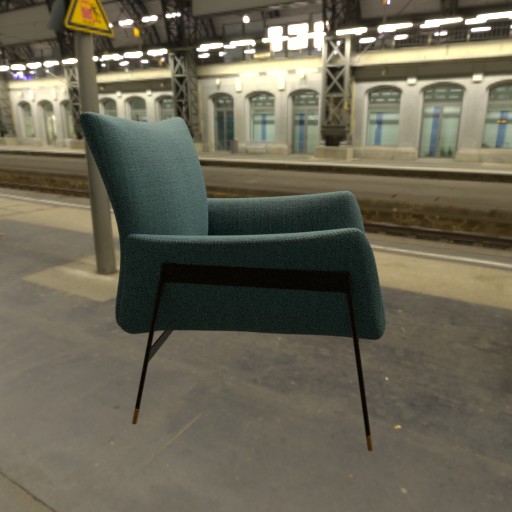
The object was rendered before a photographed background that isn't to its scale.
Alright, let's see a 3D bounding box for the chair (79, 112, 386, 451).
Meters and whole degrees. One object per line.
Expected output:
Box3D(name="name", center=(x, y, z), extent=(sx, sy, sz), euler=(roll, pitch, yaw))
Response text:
Box3D(name="chair", center=(0.000, 0.000, 1.411), extent=(0.769, 0.859, 0.678), euler=(3, 17, 9))
